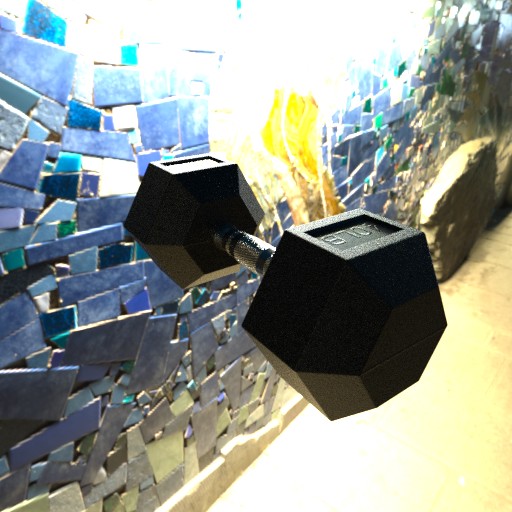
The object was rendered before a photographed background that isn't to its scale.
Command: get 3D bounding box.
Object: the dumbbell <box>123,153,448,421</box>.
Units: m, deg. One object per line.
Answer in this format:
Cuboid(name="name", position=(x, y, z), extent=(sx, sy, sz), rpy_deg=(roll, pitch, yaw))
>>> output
Cuboid(name="dumbbell", position=(0.000, 0.000, 0.439), extent=(0.157, 0.137, 0.361), rpy_deg=(-17, 31, -32))
